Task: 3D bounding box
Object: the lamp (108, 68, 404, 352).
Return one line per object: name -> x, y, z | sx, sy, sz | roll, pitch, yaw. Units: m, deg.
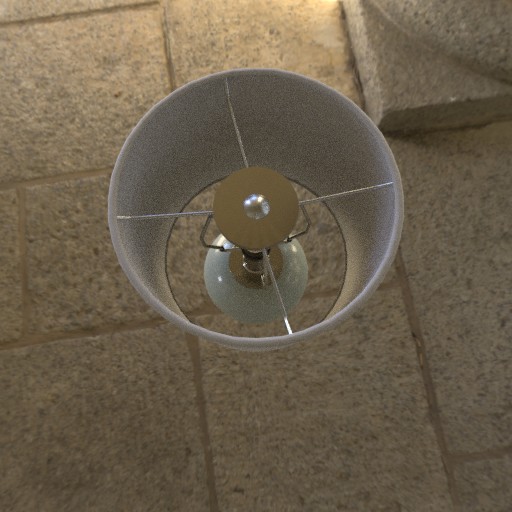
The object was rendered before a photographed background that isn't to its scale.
lamp -> 0.000, 0.000, 0.471 | 0.201, 0.353, 0.201 | -37, 79, -8
